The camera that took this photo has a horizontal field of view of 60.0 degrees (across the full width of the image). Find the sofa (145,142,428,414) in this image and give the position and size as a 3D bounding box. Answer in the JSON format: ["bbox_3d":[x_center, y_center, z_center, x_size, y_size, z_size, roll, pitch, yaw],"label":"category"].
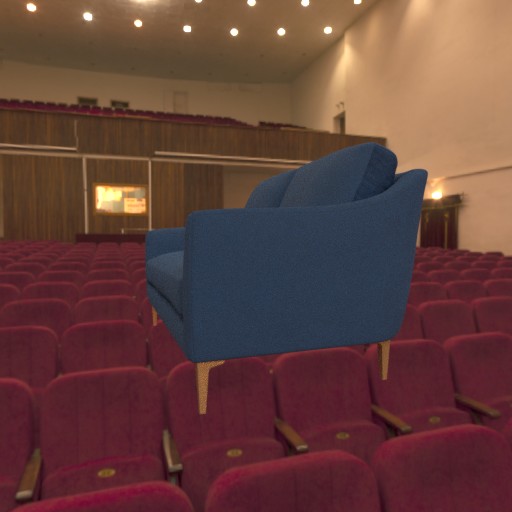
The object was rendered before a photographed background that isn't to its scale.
[{"bbox_3d":[0.000,0.000,2.173,0.960,0.902,1.619,-1,2,-18],"label":"sofa"}]
